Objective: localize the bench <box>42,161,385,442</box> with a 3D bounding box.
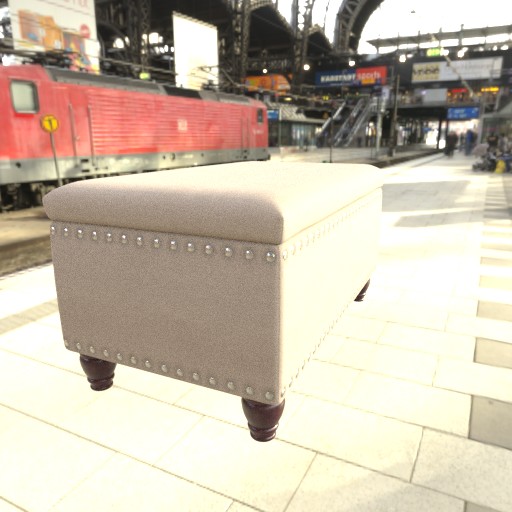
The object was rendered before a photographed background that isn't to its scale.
[{"bbox_3d":[0.000,0.000,1.181,0.500,0.449,0.887,7,17,24],"label":"bench"}]
